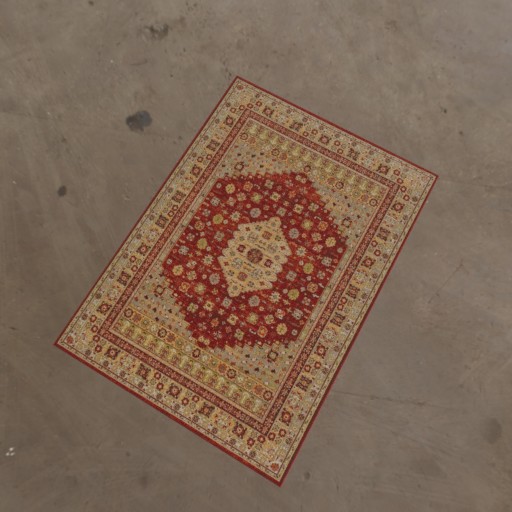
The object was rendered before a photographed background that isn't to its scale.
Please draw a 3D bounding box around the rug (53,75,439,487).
[{"bbox_3d":[0.000,0.000,2.858,1.593,0.013,2.211,29,77,7],"label":"rug"}]
